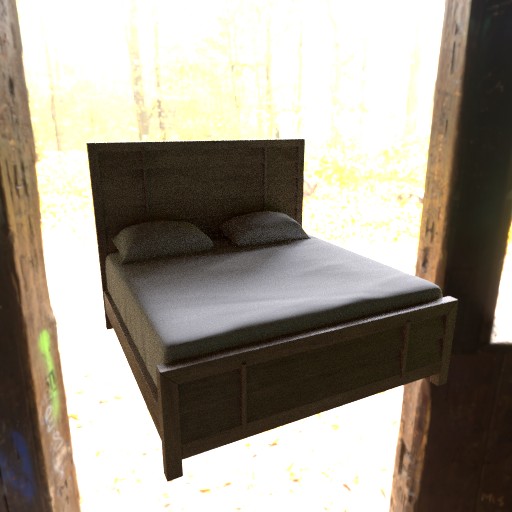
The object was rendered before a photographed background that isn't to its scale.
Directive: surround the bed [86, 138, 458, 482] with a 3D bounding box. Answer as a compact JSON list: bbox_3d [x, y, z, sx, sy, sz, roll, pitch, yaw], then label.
[{"bbox_3d":[0.000,0.000,3.352,2.032,1.626,2.032,-8,19,-25],"label":"bed"}]
